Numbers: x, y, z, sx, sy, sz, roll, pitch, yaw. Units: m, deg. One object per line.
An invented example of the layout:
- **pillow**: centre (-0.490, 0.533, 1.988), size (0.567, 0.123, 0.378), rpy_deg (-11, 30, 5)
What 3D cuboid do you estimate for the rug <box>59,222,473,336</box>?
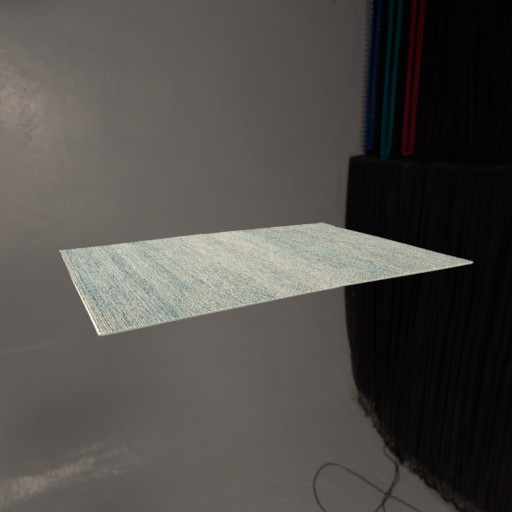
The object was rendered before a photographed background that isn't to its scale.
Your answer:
- **rug**: centre (0.000, 0.000, 5.262), size (4.078, 0.052, 2.802), rpy_deg (-8, 17, -27)
